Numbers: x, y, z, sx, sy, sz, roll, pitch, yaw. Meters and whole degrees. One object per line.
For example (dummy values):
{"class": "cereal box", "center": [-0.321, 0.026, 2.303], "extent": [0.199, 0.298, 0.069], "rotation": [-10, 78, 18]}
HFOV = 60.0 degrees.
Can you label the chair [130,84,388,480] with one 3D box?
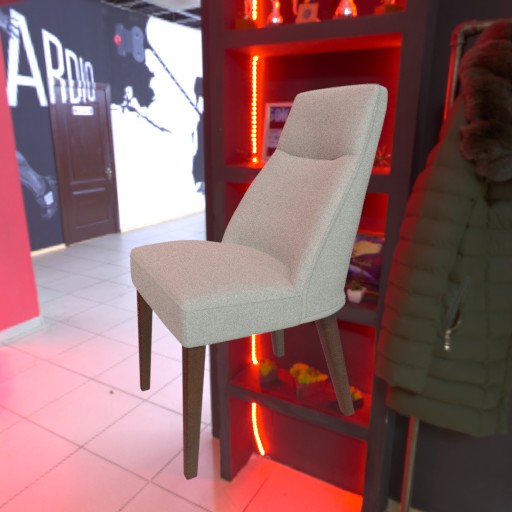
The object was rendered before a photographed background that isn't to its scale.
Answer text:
{"class": "chair", "center": [0.000, 0.000, 1.269], "extent": [0.620, 0.930, 0.500], "rotation": [-9, 18, -27]}
